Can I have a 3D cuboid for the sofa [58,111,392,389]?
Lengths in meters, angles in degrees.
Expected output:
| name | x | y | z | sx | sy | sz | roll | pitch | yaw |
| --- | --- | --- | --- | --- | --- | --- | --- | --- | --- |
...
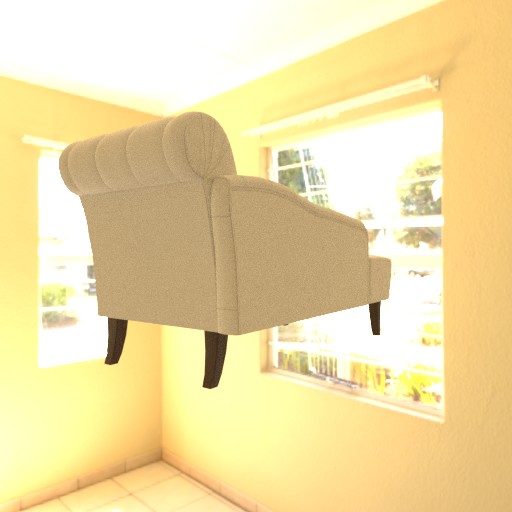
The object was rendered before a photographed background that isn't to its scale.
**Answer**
| name | x | y | z | sx | sy | sz | roll | pitch | yaw |
| --- | --- | --- | --- | --- | --- | --- | --- | --- | --- |
| sofa | 0.000 | 0.000 | 1.826 | 0.675 | 0.787 | 1.379 | 0 | 0 | 36 |
